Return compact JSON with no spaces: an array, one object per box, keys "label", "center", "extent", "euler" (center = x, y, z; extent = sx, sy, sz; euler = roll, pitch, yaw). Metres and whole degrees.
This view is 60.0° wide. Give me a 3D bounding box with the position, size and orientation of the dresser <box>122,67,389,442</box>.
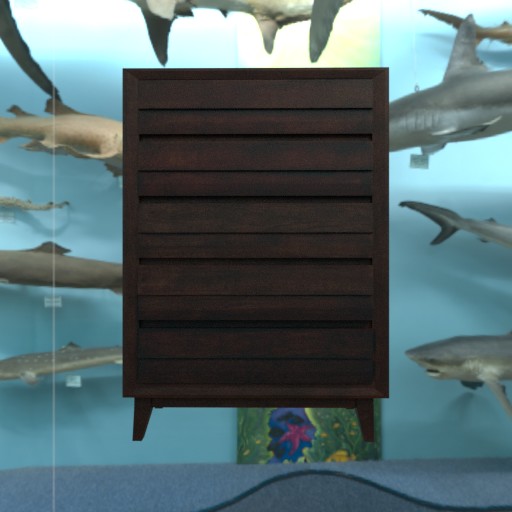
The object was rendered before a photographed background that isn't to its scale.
[{"label":"dresser","center":[0.000,0.000,2.018],"extent":[1.072,1.514,0.506],"euler":[0,0,1]}]
